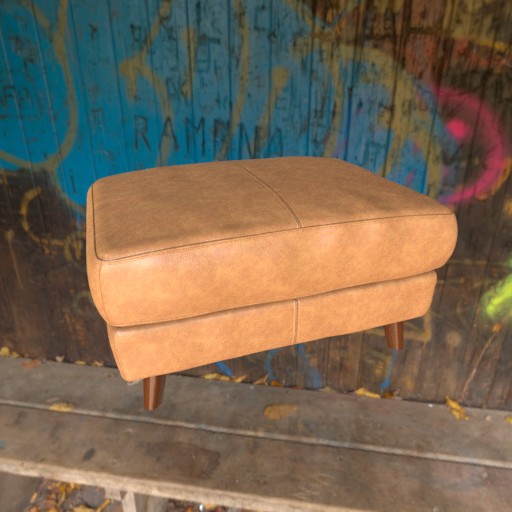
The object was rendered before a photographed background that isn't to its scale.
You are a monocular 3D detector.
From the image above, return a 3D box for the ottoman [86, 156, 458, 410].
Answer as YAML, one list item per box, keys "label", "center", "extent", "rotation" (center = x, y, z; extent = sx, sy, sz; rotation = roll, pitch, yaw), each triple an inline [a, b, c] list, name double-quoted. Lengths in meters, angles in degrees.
- label: "ottoman"
  center: [0.000, 0.000, 1.251]
  extent: [0.869, 0.461, 0.630]
  rotation: [-9, 27, -17]
